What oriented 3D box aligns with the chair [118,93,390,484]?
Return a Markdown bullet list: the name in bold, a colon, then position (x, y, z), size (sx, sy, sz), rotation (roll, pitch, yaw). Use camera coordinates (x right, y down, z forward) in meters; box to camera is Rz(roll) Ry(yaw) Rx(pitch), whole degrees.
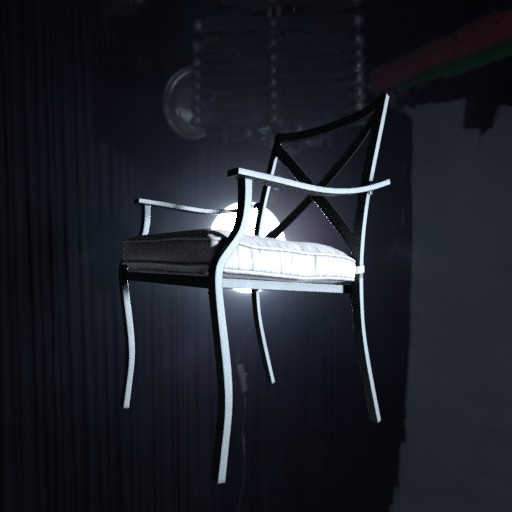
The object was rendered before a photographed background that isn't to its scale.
- **chair**: position (0.000, 0.000, 1.249), size (0.620, 0.889, 0.575), rotation (0, -1, -36)
